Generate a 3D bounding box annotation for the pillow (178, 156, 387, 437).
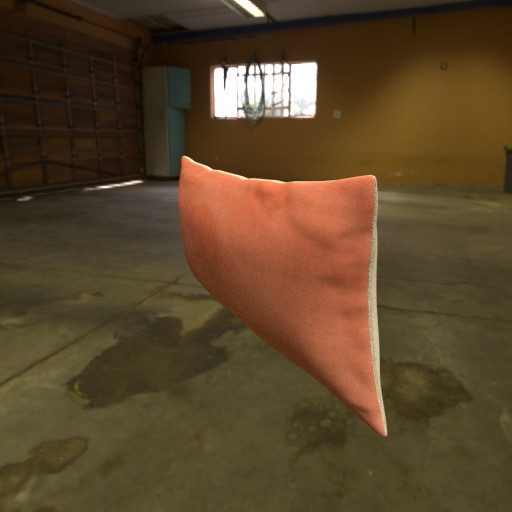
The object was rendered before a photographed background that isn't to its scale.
[{"bbox_3d":[0.000,0.000,0.736,0.155,0.307,0.608,-7,16,-26],"label":"pillow"}]
